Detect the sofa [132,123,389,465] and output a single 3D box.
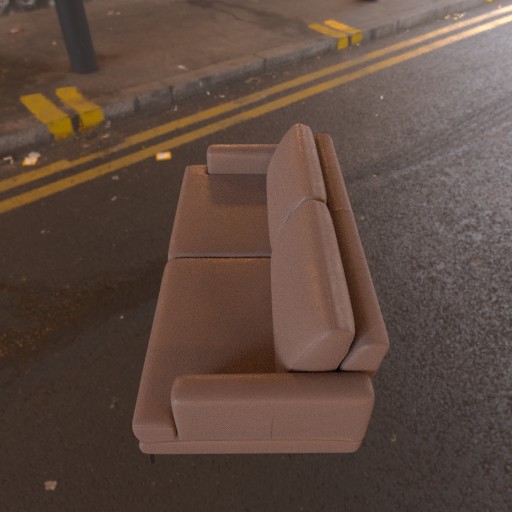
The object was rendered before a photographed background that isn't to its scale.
[{"bbox_3d":[0.000,0.000,2.386,0.974,0.765,1.940,0,42,0],"label":"sofa"}]
